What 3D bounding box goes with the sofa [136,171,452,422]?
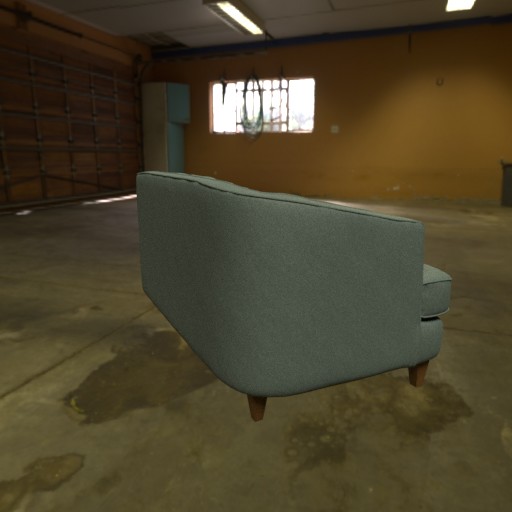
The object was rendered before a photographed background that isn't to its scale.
[{"bbox_3d":[0.000,0.000,2.294,0.941,0.855,1.733,-6,14,-26],"label":"sofa"}]
